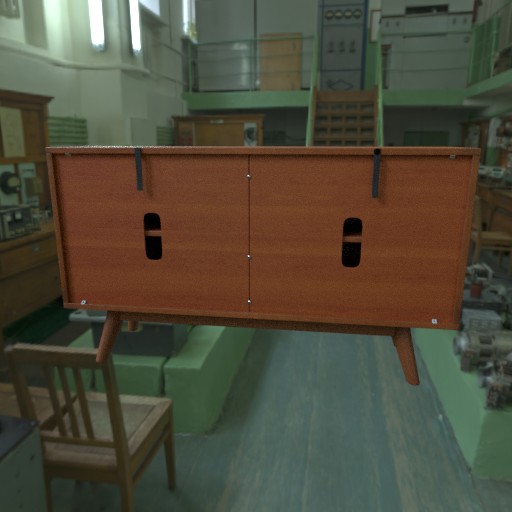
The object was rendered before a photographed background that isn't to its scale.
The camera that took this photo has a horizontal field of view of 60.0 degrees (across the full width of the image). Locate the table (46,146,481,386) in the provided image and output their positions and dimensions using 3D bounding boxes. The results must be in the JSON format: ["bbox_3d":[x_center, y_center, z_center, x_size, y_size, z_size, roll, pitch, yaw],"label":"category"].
[{"bbox_3d":[0.000,0.000,1.458,1.220,0.698,0.308,2,15,8],"label":"table"}]
